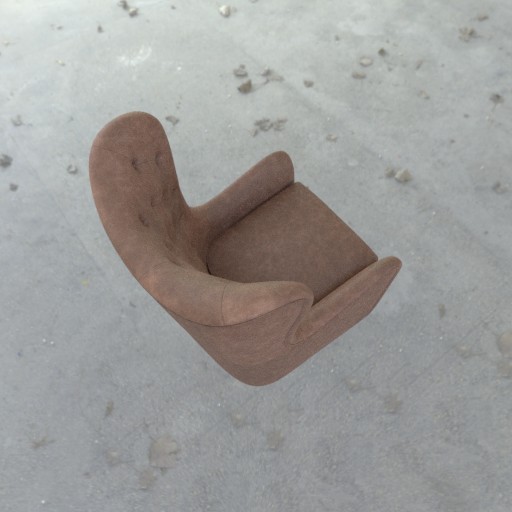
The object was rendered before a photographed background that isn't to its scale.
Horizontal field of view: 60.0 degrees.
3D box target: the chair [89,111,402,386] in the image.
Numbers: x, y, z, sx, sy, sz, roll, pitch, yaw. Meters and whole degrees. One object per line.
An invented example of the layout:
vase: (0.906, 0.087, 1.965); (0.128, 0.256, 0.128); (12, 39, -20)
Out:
chair: (0.000, 0.000, 1.741); (0.930, 1.079, 0.831); (-32, 63, -18)
